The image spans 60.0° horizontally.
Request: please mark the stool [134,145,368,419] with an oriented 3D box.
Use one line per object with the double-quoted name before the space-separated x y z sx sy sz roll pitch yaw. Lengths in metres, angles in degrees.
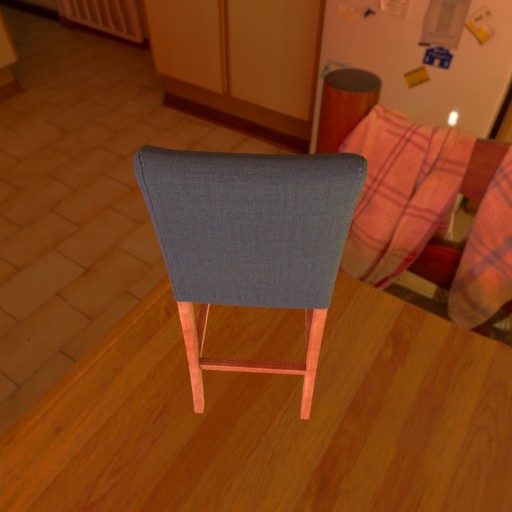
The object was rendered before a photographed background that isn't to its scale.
"stool" 0.000 0.000 1.374 0.454 1.088 0.574 3 47 2
